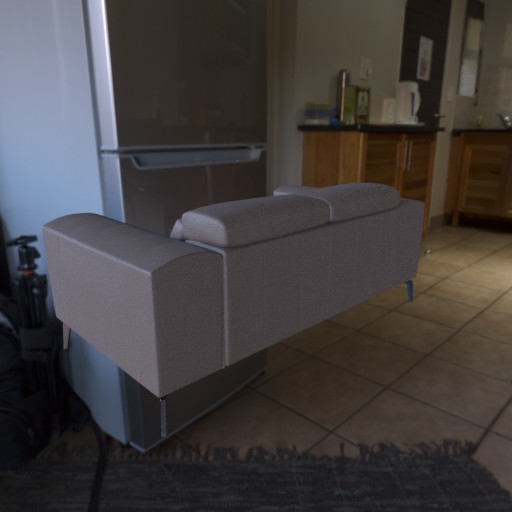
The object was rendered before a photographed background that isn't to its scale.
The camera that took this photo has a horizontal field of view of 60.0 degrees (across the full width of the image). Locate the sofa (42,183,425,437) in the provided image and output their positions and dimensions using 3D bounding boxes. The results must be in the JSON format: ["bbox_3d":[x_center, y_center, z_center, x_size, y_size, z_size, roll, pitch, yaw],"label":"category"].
[{"bbox_3d":[0.000,0.000,2.430,1.895,0.779,1.003,-15,22,-42],"label":"sofa"}]
